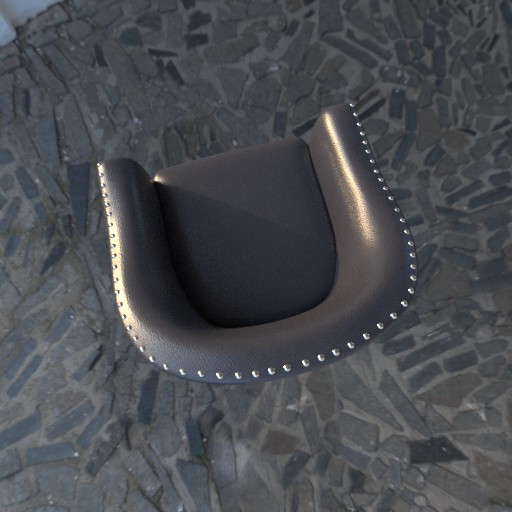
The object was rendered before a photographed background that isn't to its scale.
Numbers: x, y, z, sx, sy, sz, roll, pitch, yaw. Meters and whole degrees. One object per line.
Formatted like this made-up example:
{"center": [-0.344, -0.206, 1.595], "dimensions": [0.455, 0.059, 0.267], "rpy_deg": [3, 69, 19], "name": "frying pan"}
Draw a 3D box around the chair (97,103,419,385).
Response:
{"center": [0.000, 0.000, 1.441], "dimensions": [0.794, 0.823, 0.748], "rpy_deg": [-14, 77, -3], "name": "chair"}
